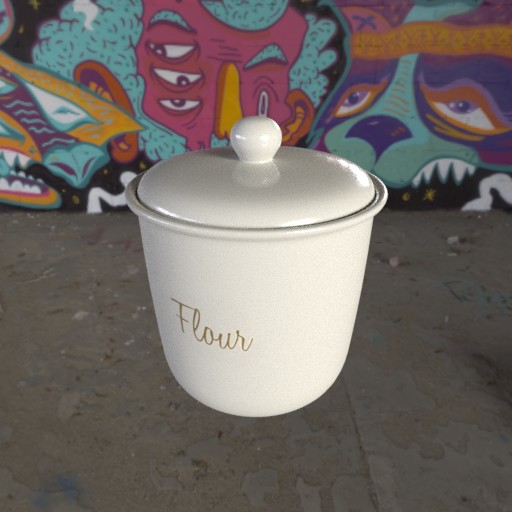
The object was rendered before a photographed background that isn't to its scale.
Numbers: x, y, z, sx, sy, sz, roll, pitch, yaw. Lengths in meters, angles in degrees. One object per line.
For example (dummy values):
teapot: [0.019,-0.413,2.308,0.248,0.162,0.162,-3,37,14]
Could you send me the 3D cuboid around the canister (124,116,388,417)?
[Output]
canister: [0.000,0.000,0.342,0.182,0.208,0.182,0,26,0]
